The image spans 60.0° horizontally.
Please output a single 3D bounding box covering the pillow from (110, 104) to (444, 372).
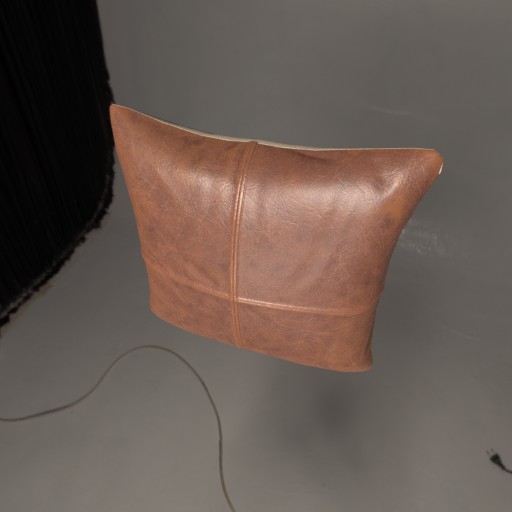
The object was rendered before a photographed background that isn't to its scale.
[{"bbox_3d":[0.000,0.000,0.747,0.484,0.470,0.192,13,44,14],"label":"pillow"}]
